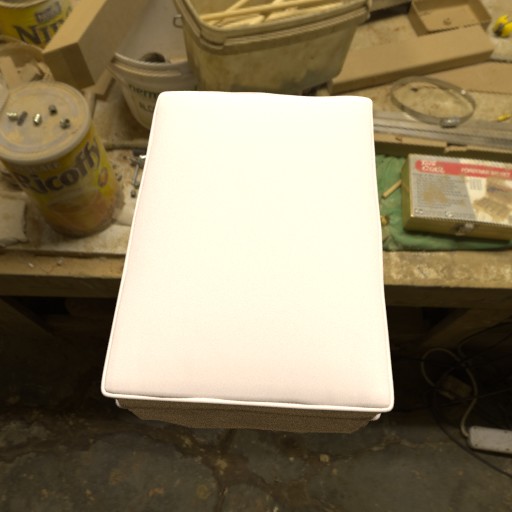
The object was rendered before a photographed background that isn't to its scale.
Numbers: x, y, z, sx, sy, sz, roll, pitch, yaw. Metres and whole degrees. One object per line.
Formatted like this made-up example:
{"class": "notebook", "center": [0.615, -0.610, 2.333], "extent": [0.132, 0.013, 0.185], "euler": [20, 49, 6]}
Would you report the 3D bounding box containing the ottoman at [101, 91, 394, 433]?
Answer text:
{"class": "ottoman", "center": [0.000, 0.000, 1.315], "extent": [0.703, 0.479, 0.944], "euler": [3, 65, 1]}
